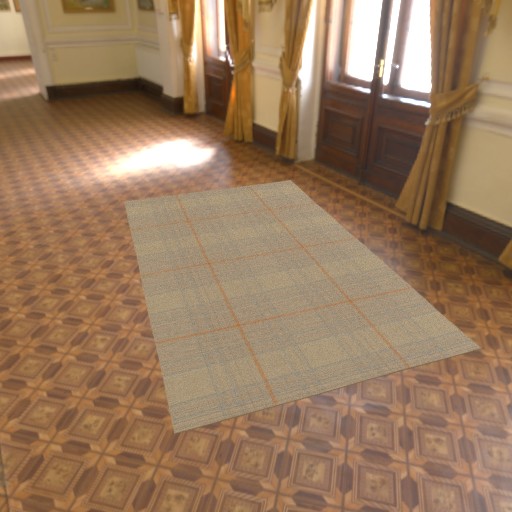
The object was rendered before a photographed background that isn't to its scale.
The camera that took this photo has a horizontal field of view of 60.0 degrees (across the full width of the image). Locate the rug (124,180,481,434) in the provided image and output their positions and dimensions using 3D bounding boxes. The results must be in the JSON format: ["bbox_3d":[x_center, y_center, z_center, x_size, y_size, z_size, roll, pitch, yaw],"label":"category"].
[{"bbox_3d":[0.000,0.000,2.977,1.527,0.016,2.442,-10,32,-16],"label":"rug"}]
